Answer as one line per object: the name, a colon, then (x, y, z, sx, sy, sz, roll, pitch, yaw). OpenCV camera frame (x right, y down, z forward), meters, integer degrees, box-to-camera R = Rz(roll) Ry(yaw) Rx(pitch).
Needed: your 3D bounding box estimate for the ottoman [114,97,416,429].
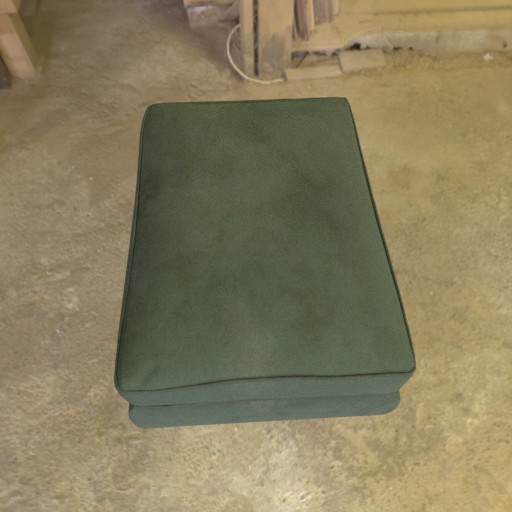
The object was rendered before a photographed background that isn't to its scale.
ottoman: (0.000, 0.000, 1.250, 0.632, 0.495, 0.864, -3, 58, -2)
